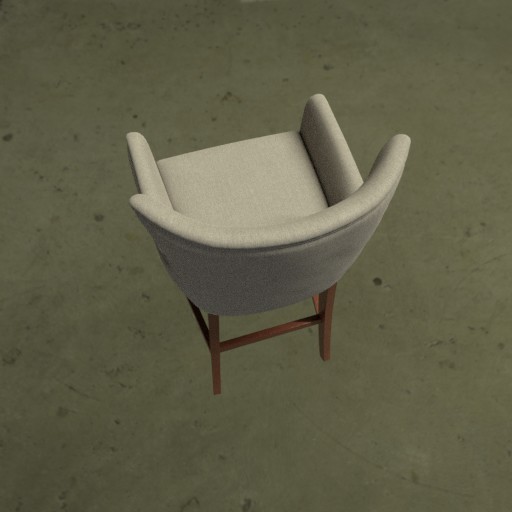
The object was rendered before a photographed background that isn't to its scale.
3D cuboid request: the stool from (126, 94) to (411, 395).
[{"bbox_3d":[0.000,0.000,1.346,0.575,1.047,0.575,-15,59,-9],"label":"stool"}]
